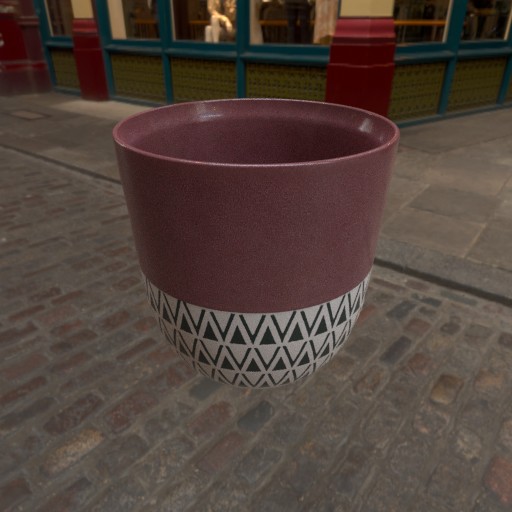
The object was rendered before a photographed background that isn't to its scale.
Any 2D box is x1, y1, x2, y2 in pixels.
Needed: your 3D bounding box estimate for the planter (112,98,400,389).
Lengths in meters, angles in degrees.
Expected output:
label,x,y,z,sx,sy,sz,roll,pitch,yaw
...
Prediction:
label,x,y,z,sx,sy,sz,roll,pitch,yaw
planter,0.000,0.000,0.363,0.195,0.214,0.195,0,29,0
